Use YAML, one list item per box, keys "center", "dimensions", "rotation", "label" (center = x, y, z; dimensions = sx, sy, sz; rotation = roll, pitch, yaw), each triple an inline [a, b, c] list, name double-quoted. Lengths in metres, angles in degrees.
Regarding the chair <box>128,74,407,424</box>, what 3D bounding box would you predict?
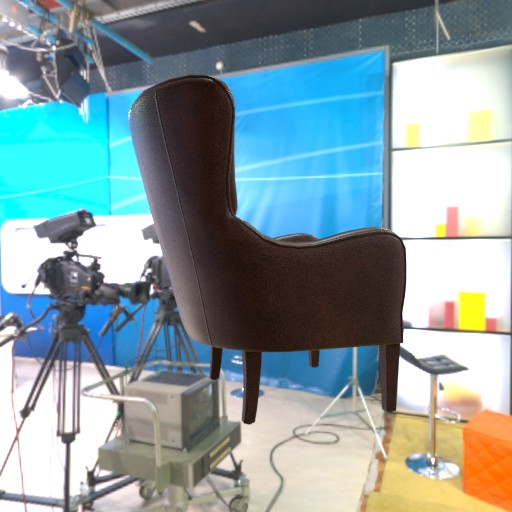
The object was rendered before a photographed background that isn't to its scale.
- center: [0.000, 0.000, 1.659]
  dimensions: [0.914, 1.048, 0.692]
  rotation: [0, 1, -18]
  label: "chair"
